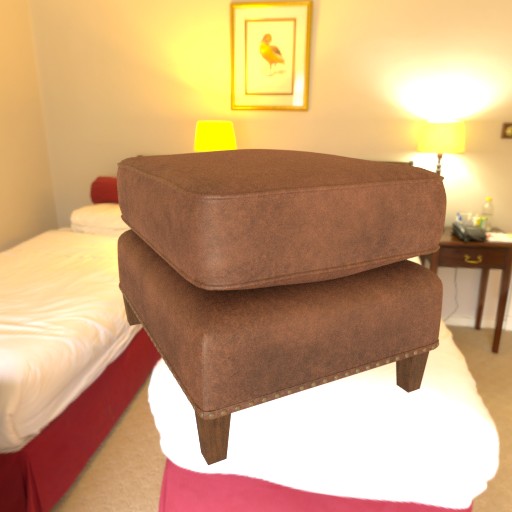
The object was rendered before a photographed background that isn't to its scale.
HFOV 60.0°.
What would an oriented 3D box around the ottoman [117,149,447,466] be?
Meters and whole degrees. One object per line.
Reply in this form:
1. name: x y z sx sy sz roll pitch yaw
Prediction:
1. ottoman: 0.000 0.000 1.143 0.589 0.537 0.738 -8 19 -26
